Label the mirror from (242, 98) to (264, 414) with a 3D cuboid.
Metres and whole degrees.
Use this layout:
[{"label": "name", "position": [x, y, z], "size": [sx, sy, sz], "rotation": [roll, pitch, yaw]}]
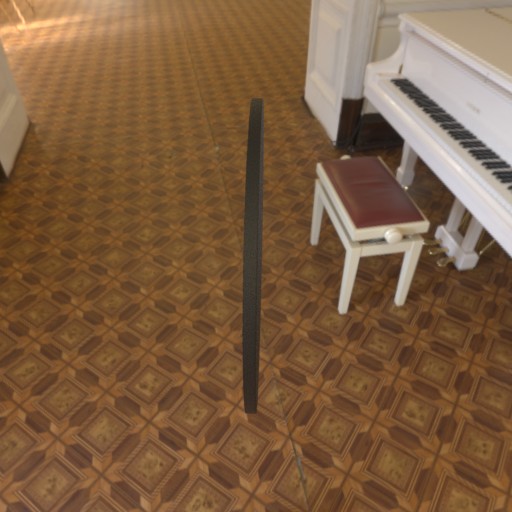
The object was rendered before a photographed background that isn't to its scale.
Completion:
[{"label": "mirror", "position": [0.000, 0.000, 1.606], "size": [0.036, 1.077, 1.077], "rotation": [1, 42, 1]}]
